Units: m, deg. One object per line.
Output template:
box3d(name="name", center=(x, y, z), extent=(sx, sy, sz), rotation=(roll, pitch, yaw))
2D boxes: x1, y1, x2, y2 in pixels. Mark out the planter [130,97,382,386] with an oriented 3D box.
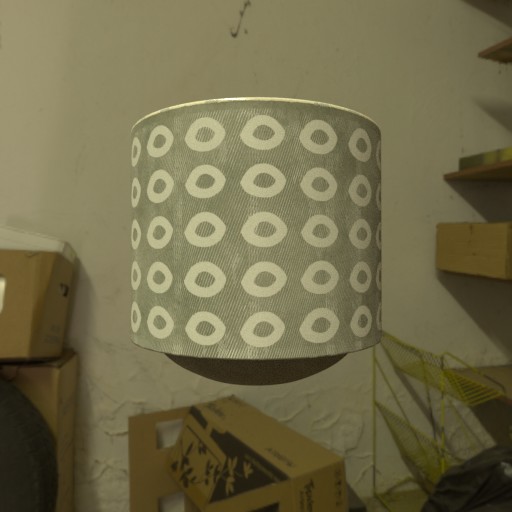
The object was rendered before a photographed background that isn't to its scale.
box3d(name="planter", center=(0.000, 0.000, 0.349), extent=(0.190, 0.181, 0.190), rotation=(0, -1, 0))
